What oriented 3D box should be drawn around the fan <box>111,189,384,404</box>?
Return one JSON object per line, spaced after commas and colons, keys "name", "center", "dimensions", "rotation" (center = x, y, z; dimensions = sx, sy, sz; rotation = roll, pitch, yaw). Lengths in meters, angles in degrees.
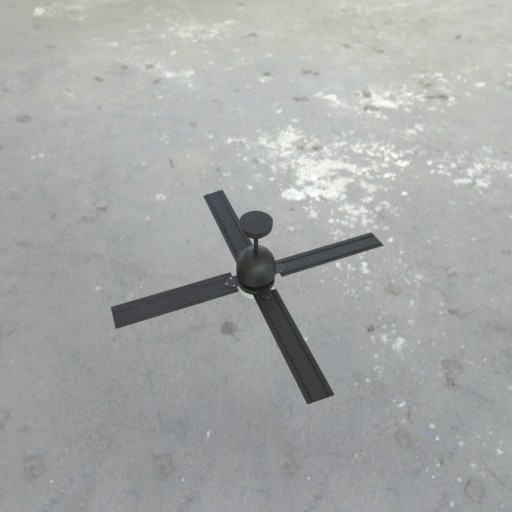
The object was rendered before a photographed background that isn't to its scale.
{"name": "fan", "center": [0.000, 0.000, 1.972], "dimensions": [1.319, 0.410, 1.319], "rotation": [-17, 49, -16]}
